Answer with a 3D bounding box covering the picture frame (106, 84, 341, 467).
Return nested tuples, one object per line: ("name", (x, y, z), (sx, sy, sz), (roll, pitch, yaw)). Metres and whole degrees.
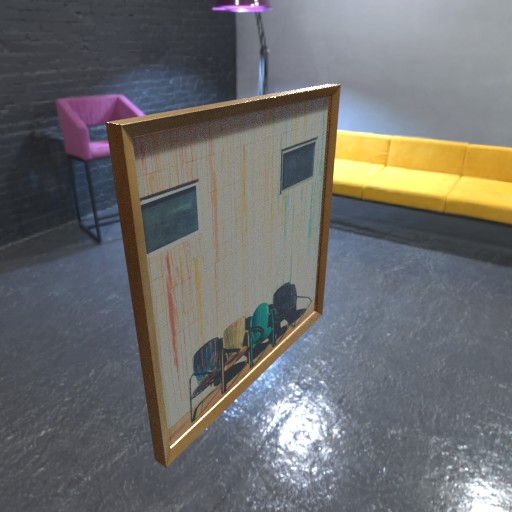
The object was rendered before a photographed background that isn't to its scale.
("picture frame", (0.000, 0.000, 1.126), (0.037, 0.761, 0.758), (18, 31, 31))
